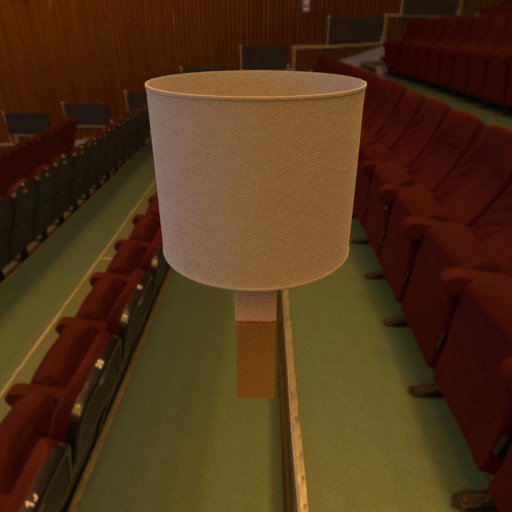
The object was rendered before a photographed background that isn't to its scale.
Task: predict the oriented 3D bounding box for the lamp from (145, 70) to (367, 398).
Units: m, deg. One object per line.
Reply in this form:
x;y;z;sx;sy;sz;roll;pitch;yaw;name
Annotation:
0.000;0.000;0.564;0.229;0.417;0.229;0;28;0;lamp
